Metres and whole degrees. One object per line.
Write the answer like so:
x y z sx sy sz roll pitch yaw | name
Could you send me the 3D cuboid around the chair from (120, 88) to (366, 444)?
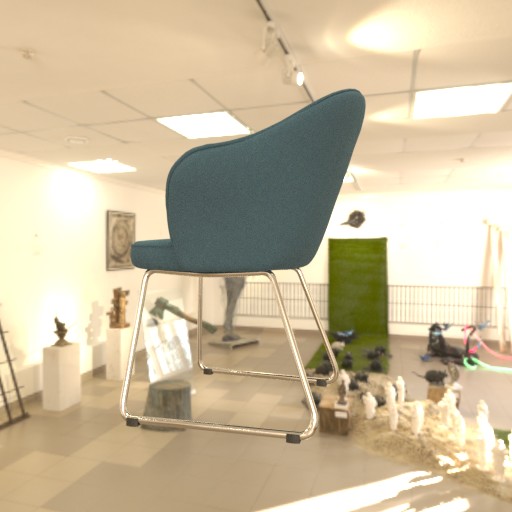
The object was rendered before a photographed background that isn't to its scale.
0.000 0.000 1.224 0.585 0.815 0.570 0 1 17 | chair
